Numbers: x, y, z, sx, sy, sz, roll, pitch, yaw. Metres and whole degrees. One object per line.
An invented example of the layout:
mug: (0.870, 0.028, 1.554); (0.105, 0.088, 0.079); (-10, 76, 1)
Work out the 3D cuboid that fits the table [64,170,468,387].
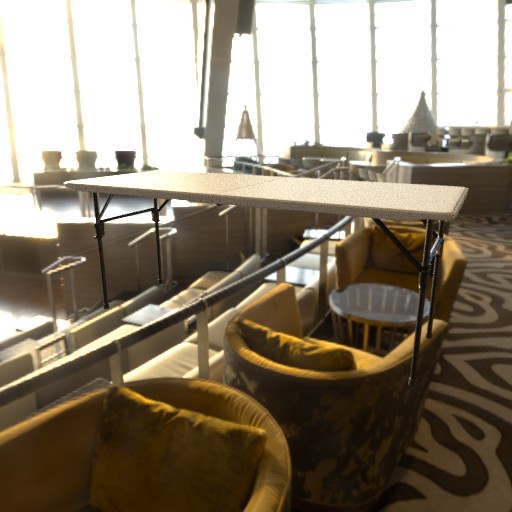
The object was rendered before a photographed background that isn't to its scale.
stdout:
table: (0.000, 0.000, 2.237); (1.829, 0.719, 0.761); (8, 18, 27)
